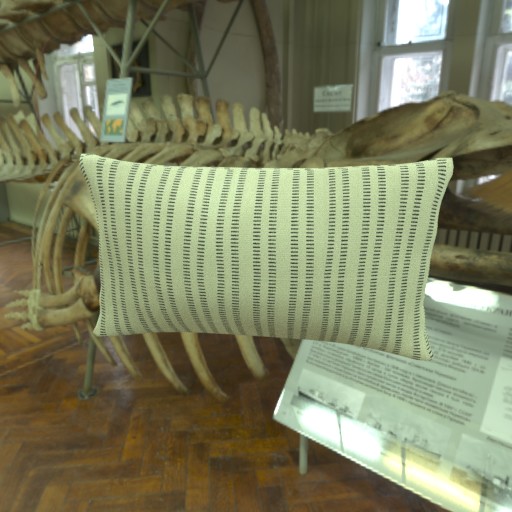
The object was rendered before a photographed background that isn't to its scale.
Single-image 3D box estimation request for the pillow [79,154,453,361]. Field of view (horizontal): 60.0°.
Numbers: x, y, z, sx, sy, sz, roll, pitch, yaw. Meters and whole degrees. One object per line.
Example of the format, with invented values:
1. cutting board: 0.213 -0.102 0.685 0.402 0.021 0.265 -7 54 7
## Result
1. pillow: 0.000 0.000 0.795 0.640 0.353 0.210 2 17 8
